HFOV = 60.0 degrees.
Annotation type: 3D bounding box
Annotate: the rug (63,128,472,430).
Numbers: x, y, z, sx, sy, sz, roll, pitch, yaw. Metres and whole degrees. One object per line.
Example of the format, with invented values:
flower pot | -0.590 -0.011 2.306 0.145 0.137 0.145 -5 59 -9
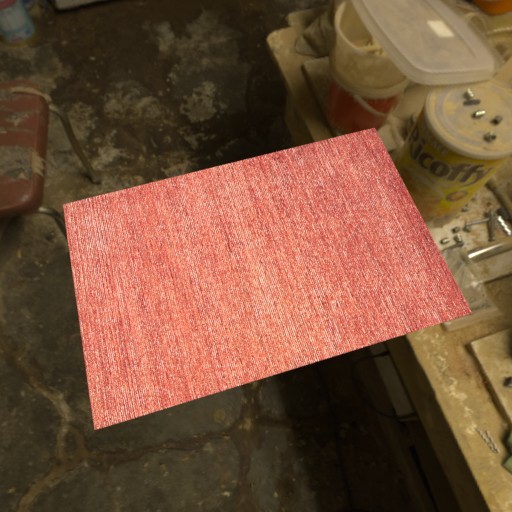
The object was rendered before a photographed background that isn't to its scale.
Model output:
rug | 0.000 0.000 2.172 1.747 0.011 1.139 -15 66 -7
